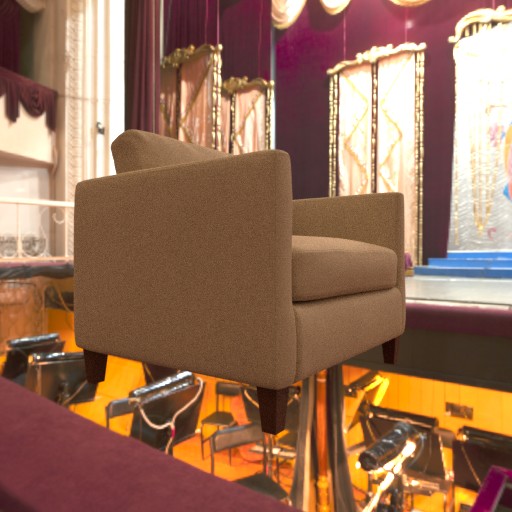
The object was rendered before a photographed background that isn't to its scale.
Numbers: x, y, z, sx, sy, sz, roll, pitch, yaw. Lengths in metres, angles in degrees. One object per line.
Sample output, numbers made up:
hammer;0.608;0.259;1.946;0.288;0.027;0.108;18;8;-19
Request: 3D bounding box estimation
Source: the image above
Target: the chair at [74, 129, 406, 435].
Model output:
chair;0.000;0.000;1.834;0.959;0.961;1.107;0;0;36
